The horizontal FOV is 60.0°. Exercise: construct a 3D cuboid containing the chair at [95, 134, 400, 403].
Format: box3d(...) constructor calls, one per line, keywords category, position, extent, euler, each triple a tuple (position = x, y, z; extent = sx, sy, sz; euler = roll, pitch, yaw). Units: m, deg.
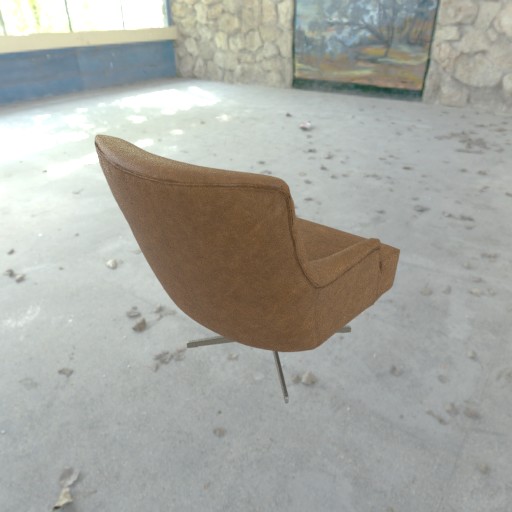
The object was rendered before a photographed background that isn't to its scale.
box3d(category="chair", position=(0.000, 0.000, 1.512), extent=(0.729, 0.869, 0.874), euler=(20, 36, 31))
